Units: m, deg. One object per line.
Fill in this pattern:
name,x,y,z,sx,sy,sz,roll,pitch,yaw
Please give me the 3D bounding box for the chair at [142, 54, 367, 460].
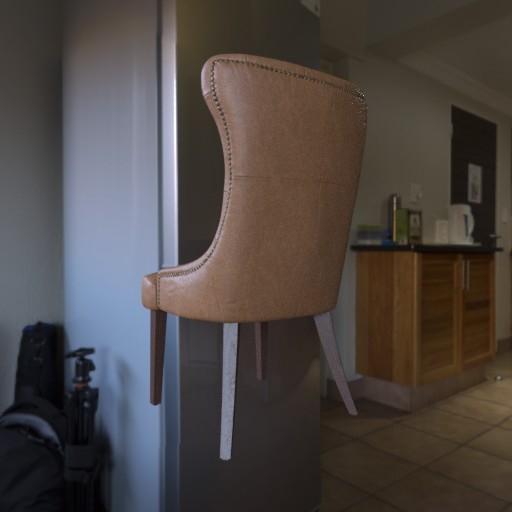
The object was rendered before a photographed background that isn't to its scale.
chair,0.000,0.000,1.489,0.611,1.065,0.669,-1,2,-37
